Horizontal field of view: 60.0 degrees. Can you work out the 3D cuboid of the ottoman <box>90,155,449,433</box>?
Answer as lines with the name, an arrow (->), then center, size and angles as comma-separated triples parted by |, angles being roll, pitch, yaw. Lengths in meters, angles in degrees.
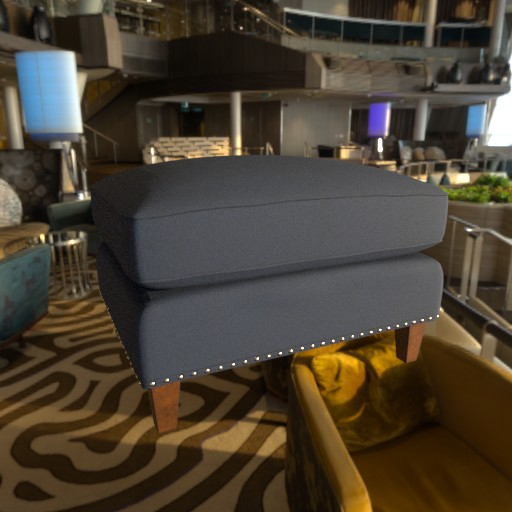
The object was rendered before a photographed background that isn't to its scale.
ottoman -> 0.000, 0.000, 1.157 | 0.741, 0.513, 0.584 | -7, 17, -25
